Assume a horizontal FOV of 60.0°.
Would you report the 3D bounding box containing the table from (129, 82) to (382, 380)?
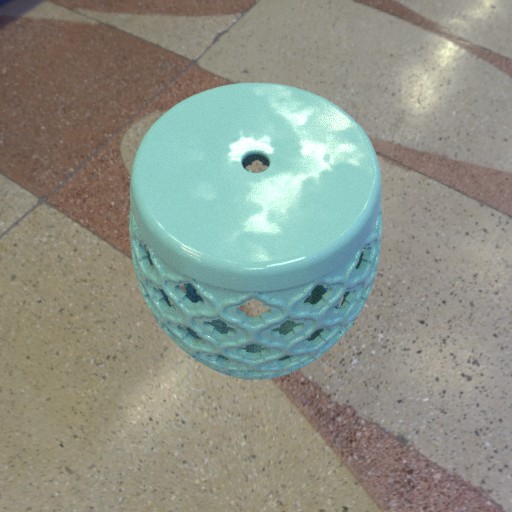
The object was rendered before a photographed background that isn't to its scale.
[{"bbox_3d":[0.000,0.000,0.628,0.325,0.388,0.325,0,60,0],"label":"table"}]
